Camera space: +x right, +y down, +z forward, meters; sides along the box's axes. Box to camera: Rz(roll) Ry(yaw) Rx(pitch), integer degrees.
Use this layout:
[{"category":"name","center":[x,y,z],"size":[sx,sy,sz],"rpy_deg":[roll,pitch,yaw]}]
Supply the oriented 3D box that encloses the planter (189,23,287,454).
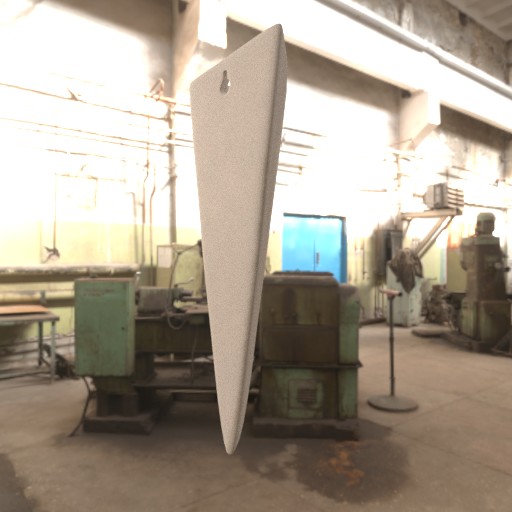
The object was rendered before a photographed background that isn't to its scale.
[{"category":"planter","center":[0.000,0.000,0.394],"size":[0.065,0.338,0.143],"rpy_deg":[0,0,-35]}]
